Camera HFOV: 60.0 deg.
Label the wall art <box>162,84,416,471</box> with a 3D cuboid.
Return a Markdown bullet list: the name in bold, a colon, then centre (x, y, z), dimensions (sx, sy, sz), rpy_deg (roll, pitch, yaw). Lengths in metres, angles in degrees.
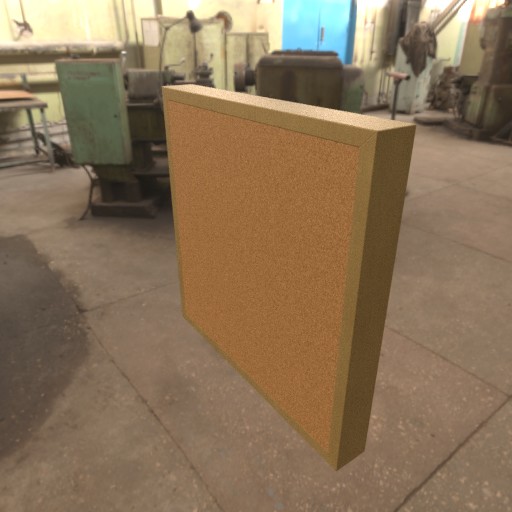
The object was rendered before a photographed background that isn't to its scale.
- **wall art**: centre (0.000, 0.000, 0.456), dimensions (0.038, 0.305, 0.305), rpy_deg (-18, 32, -31)
